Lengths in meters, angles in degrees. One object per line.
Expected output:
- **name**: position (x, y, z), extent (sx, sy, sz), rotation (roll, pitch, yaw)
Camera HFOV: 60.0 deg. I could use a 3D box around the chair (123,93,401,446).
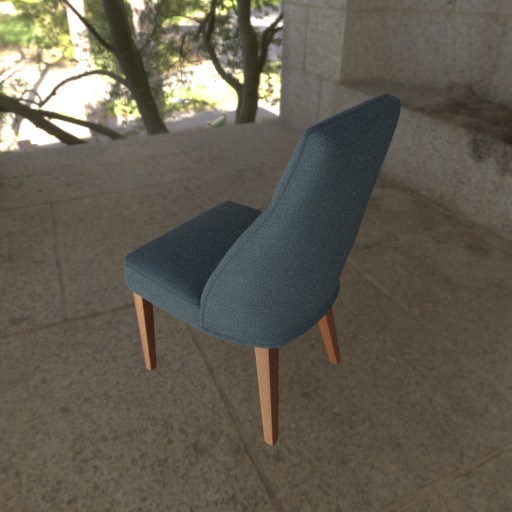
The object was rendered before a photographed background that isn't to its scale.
- **chair**: position (0.000, 0.000, 1.289), extent (0.620, 0.930, 0.500), rotation (22, 38, 30)
